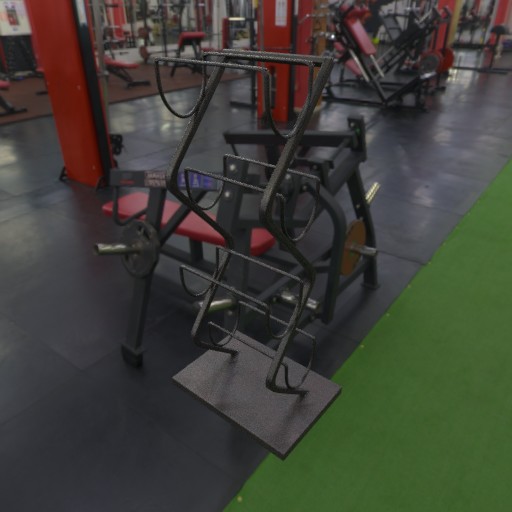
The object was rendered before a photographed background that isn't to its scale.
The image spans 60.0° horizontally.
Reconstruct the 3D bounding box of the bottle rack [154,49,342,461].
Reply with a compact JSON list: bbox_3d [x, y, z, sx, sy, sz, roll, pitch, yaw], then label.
[{"bbox_3d":[0.000,0.000,0.673,0.254,0.559,0.178,22,36,33],"label":"bottle rack"}]
